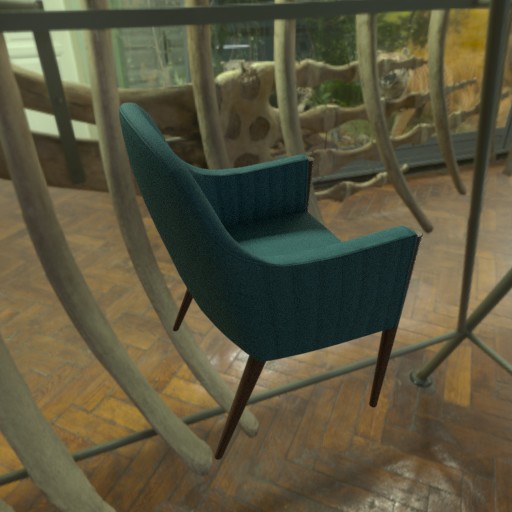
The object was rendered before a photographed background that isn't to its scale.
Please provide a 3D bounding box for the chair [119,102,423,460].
[{"bbox_3d":[0.000,0.000,1.316,0.652,0.907,0.656,-11,33,-18],"label":"chair"}]
